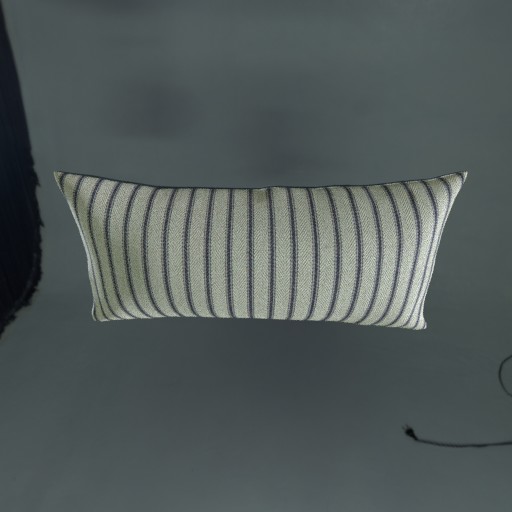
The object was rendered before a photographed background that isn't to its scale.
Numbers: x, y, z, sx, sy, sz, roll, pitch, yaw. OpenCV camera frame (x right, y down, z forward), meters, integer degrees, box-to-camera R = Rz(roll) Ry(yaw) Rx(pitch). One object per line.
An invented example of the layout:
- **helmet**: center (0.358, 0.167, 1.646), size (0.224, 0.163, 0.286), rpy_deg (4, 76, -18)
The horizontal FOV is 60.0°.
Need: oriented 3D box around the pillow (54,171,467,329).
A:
- **pillow**: center (0.000, 0.000, 0.728), size (0.609, 0.305, 0.151), rpy_deg (2, 31, 3)
